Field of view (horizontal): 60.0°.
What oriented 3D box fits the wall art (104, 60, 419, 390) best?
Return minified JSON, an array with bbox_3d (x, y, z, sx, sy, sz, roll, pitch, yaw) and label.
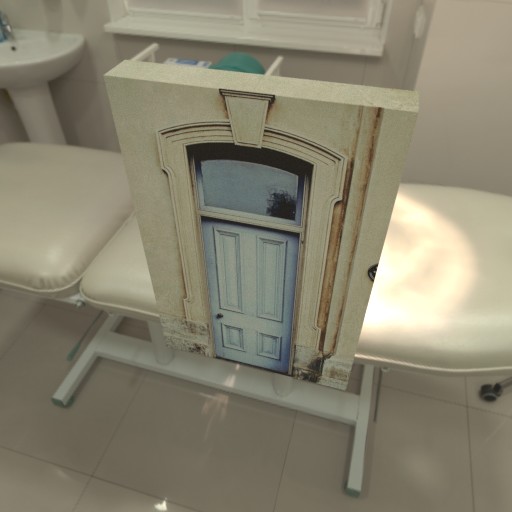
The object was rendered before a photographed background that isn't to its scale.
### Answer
[{"bbox_3d":[0.000,0.000,0.487,0.254,0.381,0.038,11,44,12],"label":"wall art"}]
